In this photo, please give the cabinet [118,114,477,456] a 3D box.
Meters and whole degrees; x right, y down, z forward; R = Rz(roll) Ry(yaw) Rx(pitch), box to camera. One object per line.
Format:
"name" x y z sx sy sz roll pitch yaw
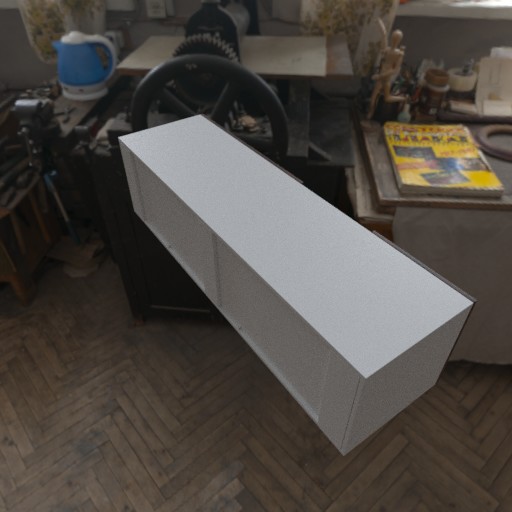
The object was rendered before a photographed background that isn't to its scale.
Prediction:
"cabinet" 0.000 0.000 1.761 0.431 0.533 1.499 -25 47 -26
